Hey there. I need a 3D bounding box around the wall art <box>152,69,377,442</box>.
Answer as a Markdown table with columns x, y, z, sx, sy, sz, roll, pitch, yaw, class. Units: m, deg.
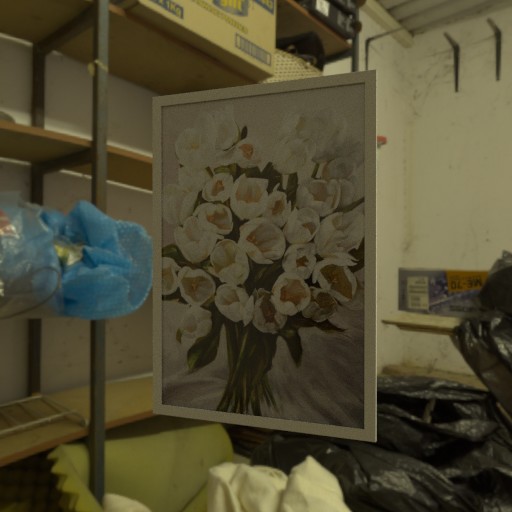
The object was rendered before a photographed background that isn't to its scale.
| x | y | z | sx | sy | sz | roll | pitch | yaw | class |
| --- | --- | --- | --- | --- | --- | --- | --- | --- | --- |
| 0.000 | 0.000 | 1.257 | 0.660 | 0.965 | 0.015 | 0 | 0 | 18 | wall art |
